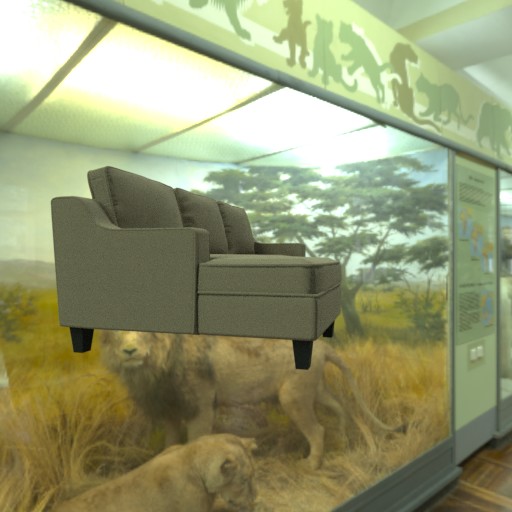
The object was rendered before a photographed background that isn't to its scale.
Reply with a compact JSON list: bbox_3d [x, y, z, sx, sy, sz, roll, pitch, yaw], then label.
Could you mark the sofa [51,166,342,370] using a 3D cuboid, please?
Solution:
[{"bbox_3d":[0.000,0.000,3.152,1.294,0.928,2.561,0,0,17],"label":"sofa"}]
